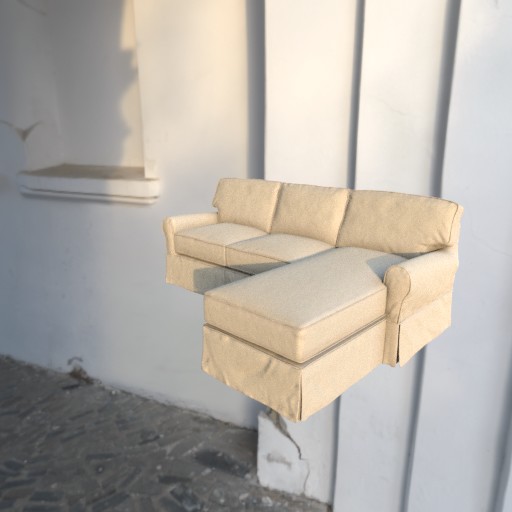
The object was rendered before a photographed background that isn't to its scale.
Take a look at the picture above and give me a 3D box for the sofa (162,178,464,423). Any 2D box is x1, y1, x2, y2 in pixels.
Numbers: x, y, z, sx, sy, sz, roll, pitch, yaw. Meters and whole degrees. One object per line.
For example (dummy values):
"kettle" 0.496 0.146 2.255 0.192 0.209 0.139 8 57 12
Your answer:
"sofa" 0.000 0.000 3.386 2.475 0.978 1.733 14 21 42
